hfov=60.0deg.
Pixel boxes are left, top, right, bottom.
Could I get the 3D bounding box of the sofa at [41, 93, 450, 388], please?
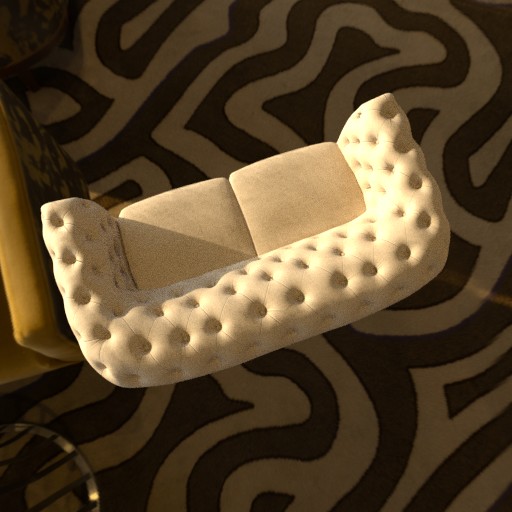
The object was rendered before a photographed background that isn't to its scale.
[{"bbox_3d":[0.000,0.000,2.501,1.988,0.835,1.069,-19,76,-5],"label":"sofa"}]
